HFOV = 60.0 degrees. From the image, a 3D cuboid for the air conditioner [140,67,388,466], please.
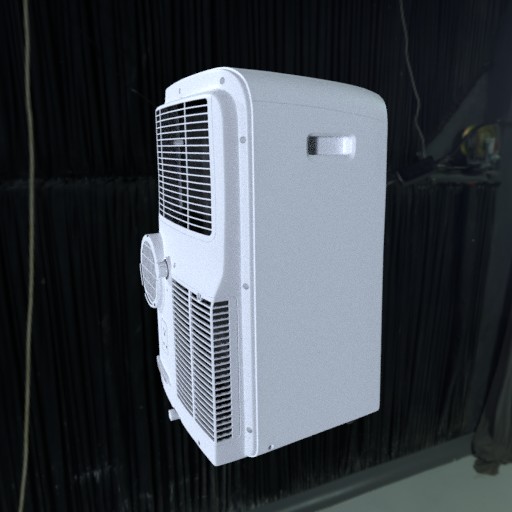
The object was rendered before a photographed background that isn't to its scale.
[{"bbox_3d":[0.000,0.000,1.047,0.467,0.765,0.478,-7,15,-26],"label":"air conditioner"}]
